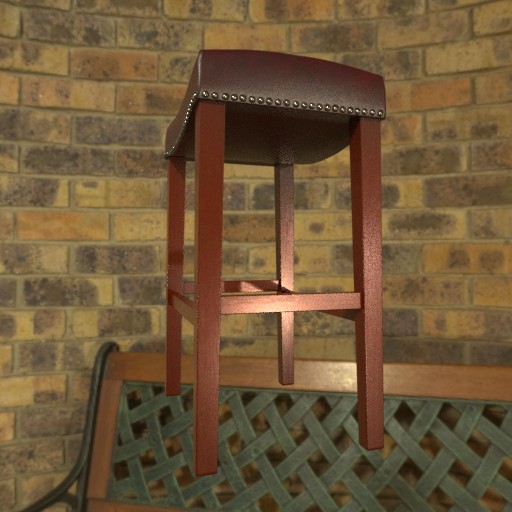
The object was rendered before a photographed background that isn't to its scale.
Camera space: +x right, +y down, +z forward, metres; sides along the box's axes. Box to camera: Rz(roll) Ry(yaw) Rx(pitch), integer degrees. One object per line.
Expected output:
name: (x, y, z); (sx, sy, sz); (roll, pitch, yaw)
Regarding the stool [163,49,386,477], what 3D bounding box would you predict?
stool: (0.000, 0.000, 1.023); (0.372, 0.742, 0.504); (0, 0, -18)
